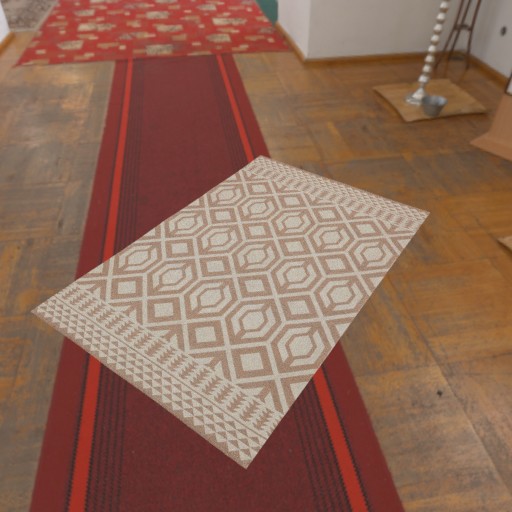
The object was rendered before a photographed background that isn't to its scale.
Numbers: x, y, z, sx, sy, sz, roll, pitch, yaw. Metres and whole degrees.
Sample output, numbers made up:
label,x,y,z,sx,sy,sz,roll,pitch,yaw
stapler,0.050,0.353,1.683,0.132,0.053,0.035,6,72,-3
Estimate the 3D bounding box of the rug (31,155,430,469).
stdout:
label,x,y,z,sx,sy,sz,roll,pitch,yaw
rug,0.000,0.000,2.317,1.219,0.008,1.829,25,46,26
